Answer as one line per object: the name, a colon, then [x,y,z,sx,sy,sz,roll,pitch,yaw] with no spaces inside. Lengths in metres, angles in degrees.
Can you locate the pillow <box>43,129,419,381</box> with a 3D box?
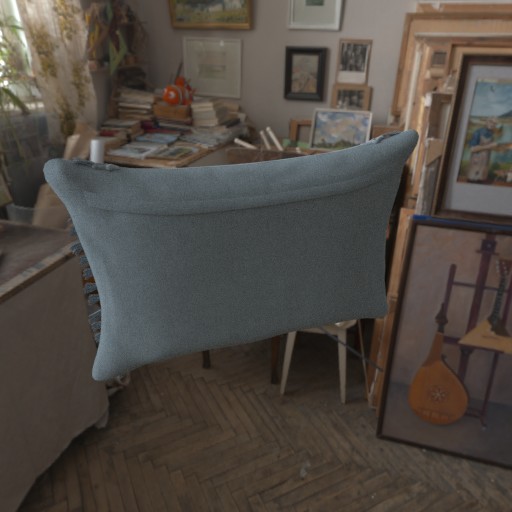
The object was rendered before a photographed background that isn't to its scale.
pillow: [0.000,0.000,0.592,0.466,0.305,0.084,-10,29,-18]
